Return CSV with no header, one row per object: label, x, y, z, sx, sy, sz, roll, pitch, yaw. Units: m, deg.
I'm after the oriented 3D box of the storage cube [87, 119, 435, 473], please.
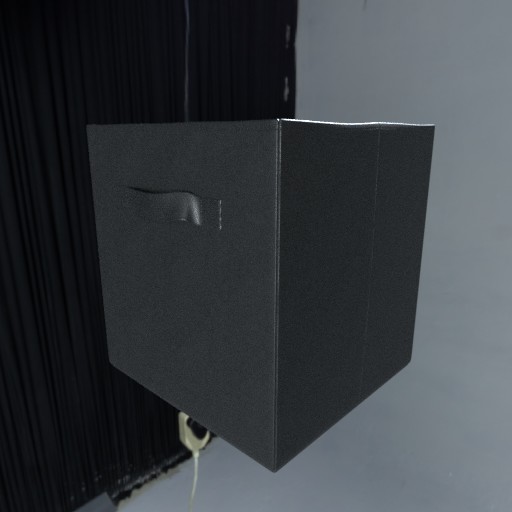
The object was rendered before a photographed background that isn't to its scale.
storage cube,0.000,0.000,0.492,0.270,0.280,0.270,14,21,41
